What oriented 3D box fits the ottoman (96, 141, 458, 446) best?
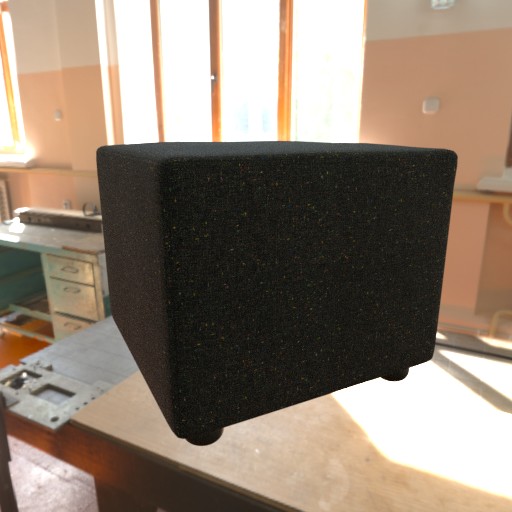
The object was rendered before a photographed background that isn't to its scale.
[{"bbox_3d":[0.000,0.000,0.867,0.508,0.432,0.508,-8,17,-26],"label":"ottoman"}]
